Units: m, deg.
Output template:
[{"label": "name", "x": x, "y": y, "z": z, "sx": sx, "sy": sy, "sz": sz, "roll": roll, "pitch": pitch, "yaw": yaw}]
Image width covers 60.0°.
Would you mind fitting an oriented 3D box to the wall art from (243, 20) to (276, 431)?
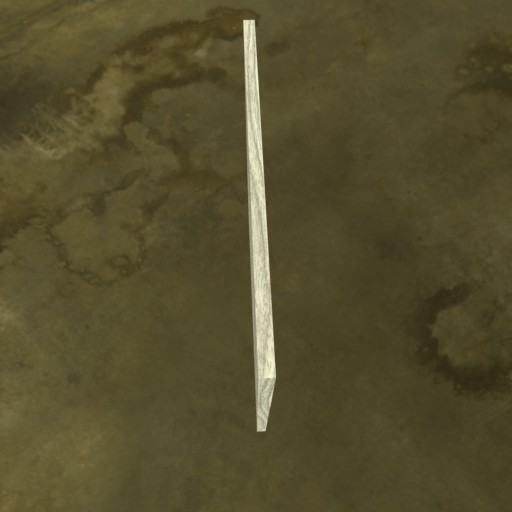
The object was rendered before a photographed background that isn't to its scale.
[{"label": "wall art", "x": 0.000, "y": 0.000, "z": 0.749, "sx": 0.016, "sy": 0.507, "sz": 0.508, "roll": -2, "pitch": 63, "yaw": -1}]
